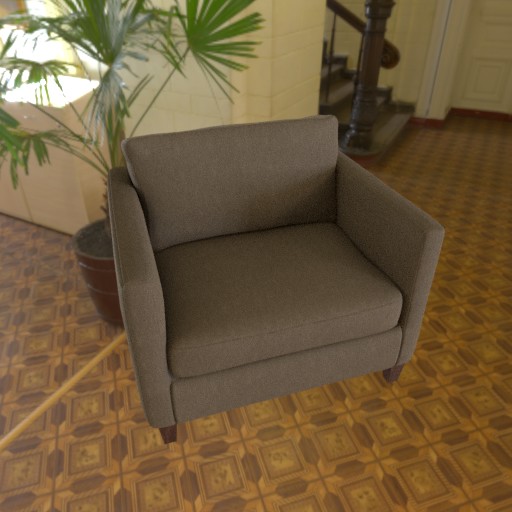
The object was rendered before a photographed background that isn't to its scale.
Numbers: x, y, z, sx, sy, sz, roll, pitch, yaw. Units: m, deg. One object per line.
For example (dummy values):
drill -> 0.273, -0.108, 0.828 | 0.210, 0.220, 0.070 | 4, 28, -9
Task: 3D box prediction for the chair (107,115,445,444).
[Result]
chair -> 0.000, 0.000, 1.858 | 1.107, 0.963, 0.959 | -10, 34, -15
